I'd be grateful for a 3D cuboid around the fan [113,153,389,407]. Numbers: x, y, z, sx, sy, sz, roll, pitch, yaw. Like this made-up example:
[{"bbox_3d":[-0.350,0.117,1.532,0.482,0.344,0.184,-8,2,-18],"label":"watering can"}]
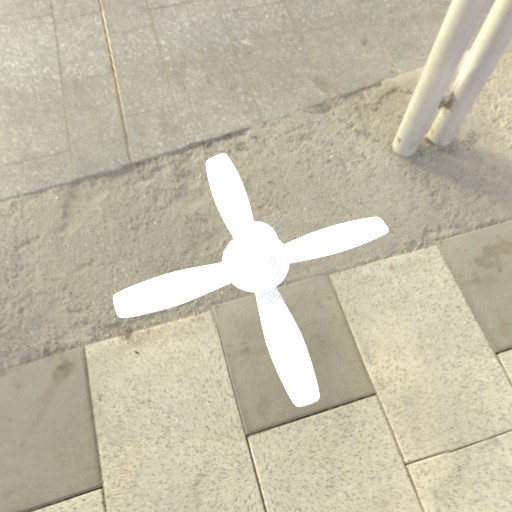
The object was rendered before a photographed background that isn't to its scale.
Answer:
[{"bbox_3d":[0.000,0.000,2.543,1.694,0.382,1.693,-17,65,-8],"label":"fan"}]
